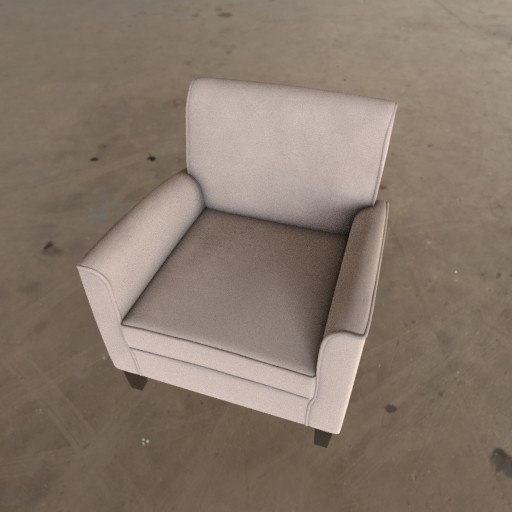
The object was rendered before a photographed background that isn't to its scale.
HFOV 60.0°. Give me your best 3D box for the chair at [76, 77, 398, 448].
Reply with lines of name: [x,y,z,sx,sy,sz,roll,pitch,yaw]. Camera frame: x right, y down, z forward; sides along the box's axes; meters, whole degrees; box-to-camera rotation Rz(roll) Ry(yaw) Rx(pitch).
chair: [0.000,0.000,1.550,0.820,0.915,0.821,12,44,13]
